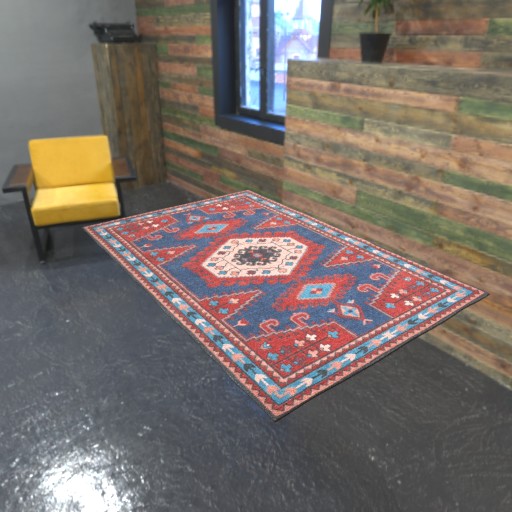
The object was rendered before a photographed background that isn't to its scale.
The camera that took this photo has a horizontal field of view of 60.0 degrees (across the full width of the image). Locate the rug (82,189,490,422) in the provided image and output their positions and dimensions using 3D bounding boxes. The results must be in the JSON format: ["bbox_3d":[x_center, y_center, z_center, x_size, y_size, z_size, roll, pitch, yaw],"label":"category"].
[{"bbox_3d":[0.000,0.000,2.268,1.207,0.012,1.820,-18,32,-32],"label":"rug"}]
